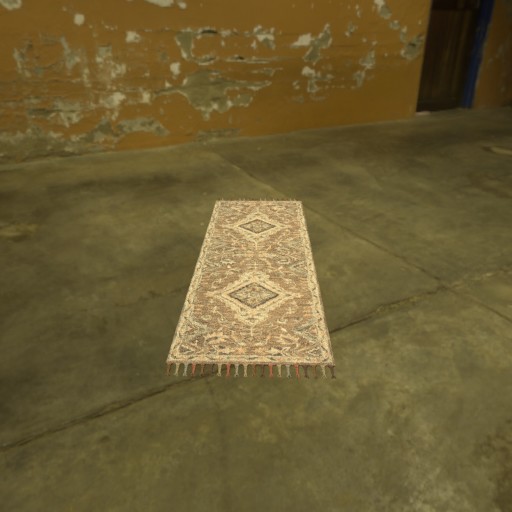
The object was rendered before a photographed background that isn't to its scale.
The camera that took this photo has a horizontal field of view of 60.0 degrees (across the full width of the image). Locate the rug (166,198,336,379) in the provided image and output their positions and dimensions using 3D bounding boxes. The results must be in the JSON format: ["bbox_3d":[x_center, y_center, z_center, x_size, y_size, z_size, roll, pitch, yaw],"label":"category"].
[{"bbox_3d":[0.000,0.000,2.877,1.324,0.018,2.378,8,28,15],"label":"rug"}]
